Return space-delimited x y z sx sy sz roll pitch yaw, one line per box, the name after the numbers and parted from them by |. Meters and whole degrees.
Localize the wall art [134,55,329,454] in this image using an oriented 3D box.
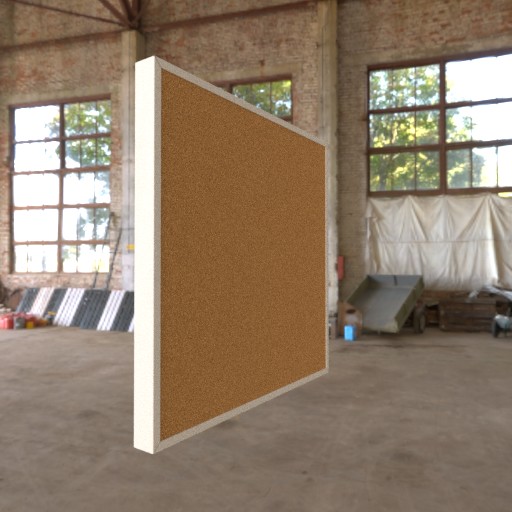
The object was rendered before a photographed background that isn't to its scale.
0.000 0.000 0.782 0.037 0.508 0.508 -1 -1 35 | wall art
